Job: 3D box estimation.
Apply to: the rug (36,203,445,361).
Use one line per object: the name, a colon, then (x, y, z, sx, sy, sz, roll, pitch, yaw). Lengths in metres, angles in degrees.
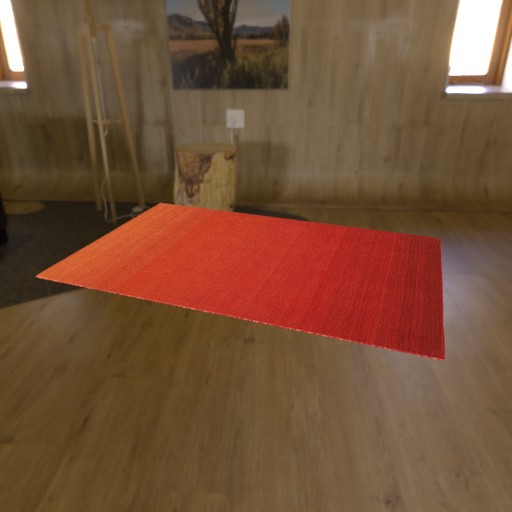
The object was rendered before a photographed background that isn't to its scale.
rug: (0.000, 0.000, 3.098, 2.442, 0.010, 1.531, 9, 27, 18)
